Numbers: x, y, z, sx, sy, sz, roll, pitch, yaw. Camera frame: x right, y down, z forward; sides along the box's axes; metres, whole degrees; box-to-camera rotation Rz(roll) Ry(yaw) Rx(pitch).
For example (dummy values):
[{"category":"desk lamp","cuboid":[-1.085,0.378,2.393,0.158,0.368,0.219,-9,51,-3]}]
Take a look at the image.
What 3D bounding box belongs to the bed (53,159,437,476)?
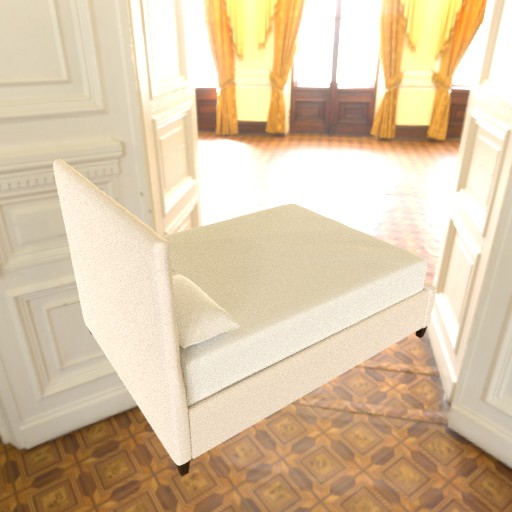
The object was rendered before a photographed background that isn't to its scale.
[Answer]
[{"category":"bed","cuboid":[0.000,0.000,3.286,2.233,1.426,1.696,-18,32,-31]}]
